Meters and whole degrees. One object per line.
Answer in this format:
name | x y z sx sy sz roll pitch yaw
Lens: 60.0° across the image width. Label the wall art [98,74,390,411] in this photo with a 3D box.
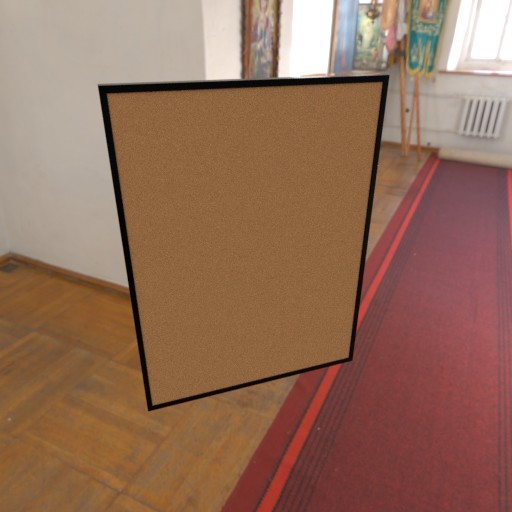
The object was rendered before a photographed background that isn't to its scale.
wall art | 0.000 0.000 1.425 0.805 1.062 0.040 -9 29 -17
